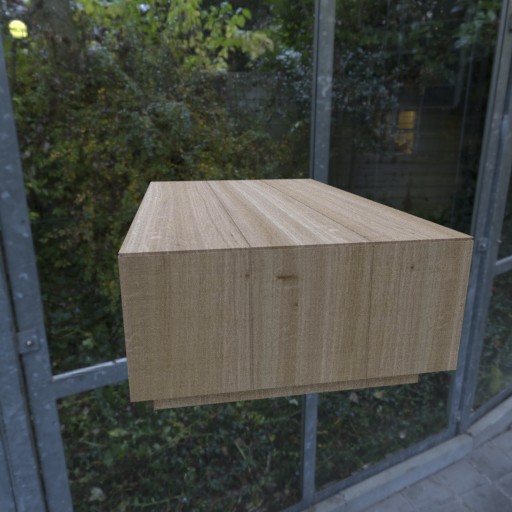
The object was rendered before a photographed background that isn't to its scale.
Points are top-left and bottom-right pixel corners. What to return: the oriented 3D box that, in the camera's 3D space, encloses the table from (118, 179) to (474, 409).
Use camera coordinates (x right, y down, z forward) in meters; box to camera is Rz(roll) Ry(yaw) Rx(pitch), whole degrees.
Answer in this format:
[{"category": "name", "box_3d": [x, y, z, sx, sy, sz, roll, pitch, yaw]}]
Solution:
[{"category": "table", "box_3d": [0.000, 0.000, 1.390, 0.678, 0.353, 1.110, -3, 16, -10]}]
